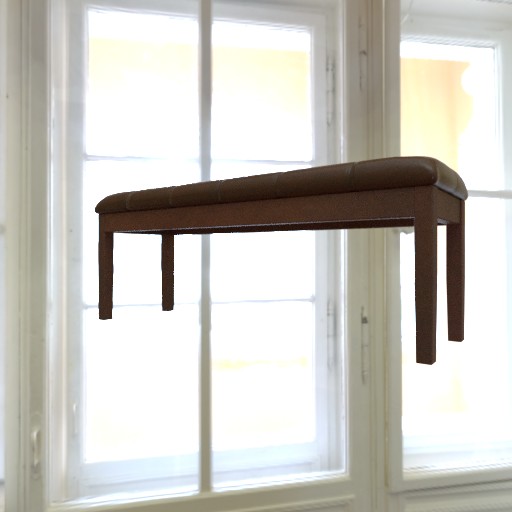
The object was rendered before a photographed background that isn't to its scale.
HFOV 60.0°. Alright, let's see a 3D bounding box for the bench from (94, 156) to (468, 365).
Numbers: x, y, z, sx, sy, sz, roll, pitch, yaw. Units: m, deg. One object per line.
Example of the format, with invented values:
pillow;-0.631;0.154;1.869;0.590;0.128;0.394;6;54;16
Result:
bench;0.000;0.000;1.497;1.259;0.491;0.401;0;0;35
